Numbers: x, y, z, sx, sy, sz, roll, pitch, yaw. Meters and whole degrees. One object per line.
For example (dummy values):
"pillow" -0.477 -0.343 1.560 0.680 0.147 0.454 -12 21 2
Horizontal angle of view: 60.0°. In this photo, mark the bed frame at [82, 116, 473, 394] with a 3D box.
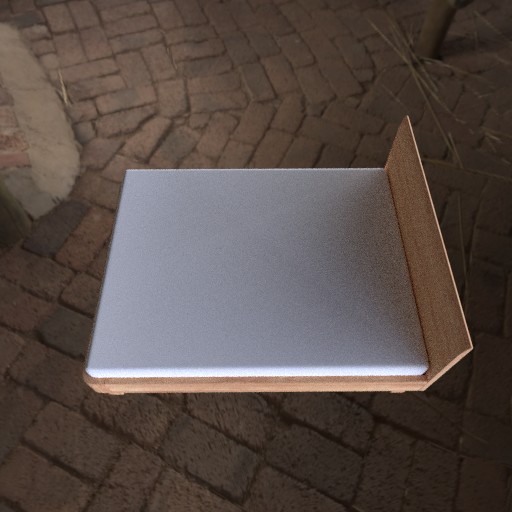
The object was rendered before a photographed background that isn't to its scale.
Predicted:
"bed frame" 0.000 0.000 2.979 2.092 0.940 1.660 0 58 0
